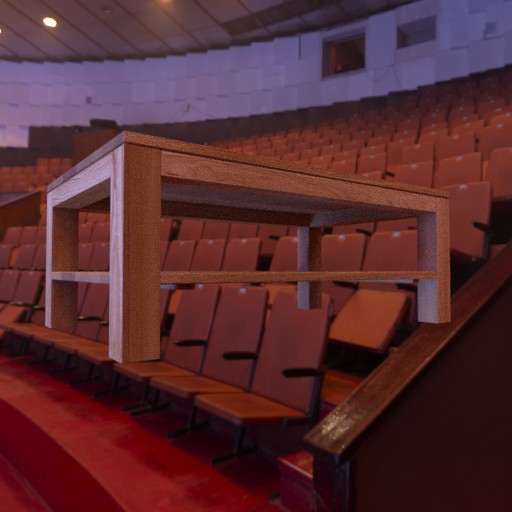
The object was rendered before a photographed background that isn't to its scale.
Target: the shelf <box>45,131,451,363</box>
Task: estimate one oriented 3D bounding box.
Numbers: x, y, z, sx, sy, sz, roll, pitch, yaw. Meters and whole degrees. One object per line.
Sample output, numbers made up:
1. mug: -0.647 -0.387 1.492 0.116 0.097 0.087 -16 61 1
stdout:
1. shelf: 0.000 0.000 1.475 1.150 0.450 0.700 1 -2 -36
